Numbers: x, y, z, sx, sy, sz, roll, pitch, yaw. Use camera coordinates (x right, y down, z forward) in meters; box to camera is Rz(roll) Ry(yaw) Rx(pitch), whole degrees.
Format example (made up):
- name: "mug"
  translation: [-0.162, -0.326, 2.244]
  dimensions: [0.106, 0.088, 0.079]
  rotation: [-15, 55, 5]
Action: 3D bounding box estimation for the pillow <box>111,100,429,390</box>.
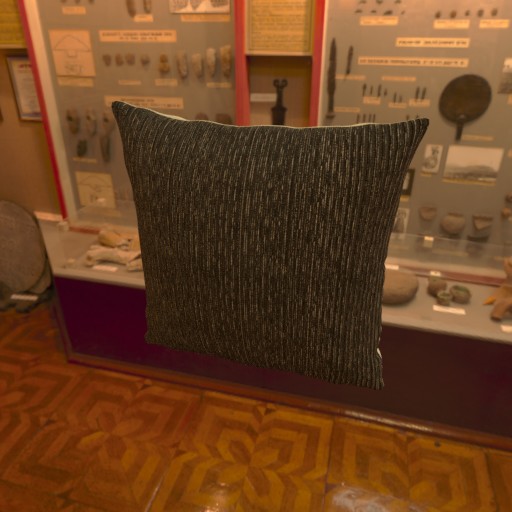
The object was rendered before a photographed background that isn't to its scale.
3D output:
- name: "pillow"
  translation: [0.000, 0.000, 0.676]
  dimensions: [0.433, 0.434, 0.196]
  rotation: [8, 29, 15]
